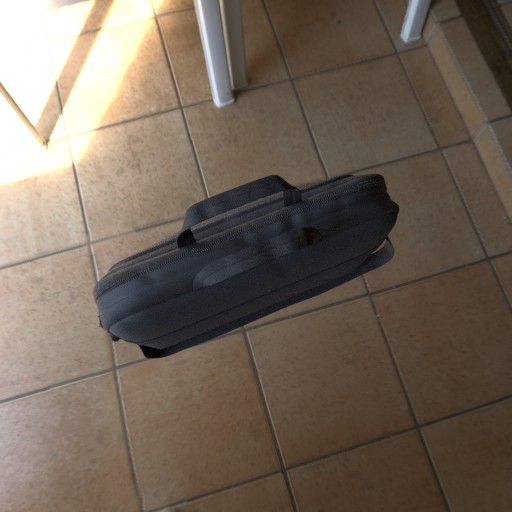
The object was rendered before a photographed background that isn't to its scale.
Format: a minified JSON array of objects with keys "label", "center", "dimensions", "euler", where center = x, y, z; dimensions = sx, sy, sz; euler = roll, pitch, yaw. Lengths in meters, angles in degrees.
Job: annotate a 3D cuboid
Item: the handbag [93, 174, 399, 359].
[{"label":"handbag","center":[0.000,0.000,0.421],"dimensions":[0.320,0.244,0.089],"euler":[-22,76,-6]}]
